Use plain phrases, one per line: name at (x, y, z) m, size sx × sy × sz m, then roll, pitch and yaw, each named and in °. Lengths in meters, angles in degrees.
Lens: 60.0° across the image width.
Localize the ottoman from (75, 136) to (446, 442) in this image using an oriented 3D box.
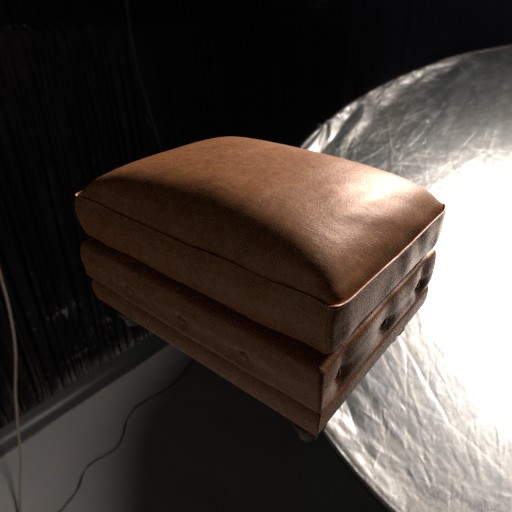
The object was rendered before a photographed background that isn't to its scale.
ottoman at (0.000, 0.000, 1.085) m, size 0.710 × 0.480 × 0.533 m, roll 22°, pitch 37°, yaw 33°
